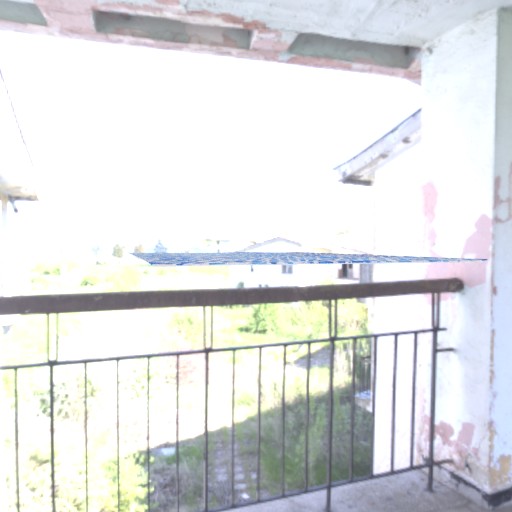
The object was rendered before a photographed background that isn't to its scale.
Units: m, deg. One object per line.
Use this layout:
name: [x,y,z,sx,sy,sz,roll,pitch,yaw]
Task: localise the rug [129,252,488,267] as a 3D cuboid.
rug: [0.000,0.000,2.300,1.209,0.011,1.830,0,2,-18]
